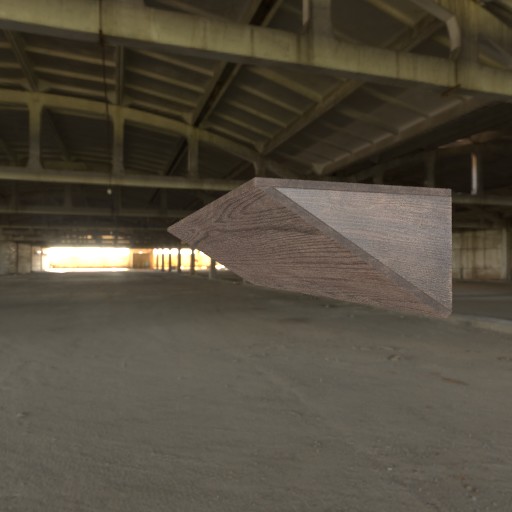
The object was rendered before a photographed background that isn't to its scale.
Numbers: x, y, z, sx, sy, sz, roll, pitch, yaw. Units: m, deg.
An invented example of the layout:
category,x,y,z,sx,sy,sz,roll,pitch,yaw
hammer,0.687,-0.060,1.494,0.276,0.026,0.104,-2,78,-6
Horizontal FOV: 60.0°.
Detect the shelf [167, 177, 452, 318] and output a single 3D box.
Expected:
category,x,y,z,sx,sy,sz,roll,pitch,yaw
shelf,0.000,0.000,0.688,0.200,0.125,0.610,0,-1,-18
